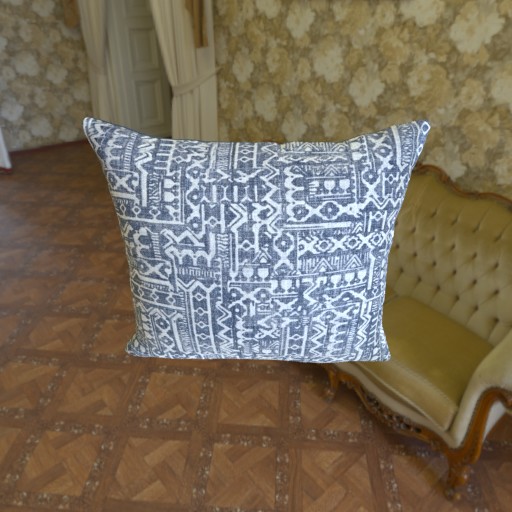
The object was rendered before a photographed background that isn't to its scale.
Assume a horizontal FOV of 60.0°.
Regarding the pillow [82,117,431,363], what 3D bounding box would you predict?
[{"bbox_3d":[0.000,0.000,0.799,0.546,0.487,0.180,1,30,2],"label":"pillow"}]
